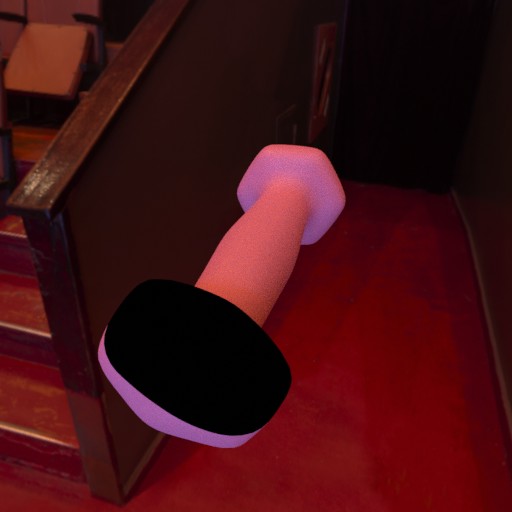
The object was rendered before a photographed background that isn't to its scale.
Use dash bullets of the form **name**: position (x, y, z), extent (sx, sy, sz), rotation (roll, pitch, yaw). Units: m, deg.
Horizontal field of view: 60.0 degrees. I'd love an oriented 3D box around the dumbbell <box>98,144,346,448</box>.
- **dumbbell**: position (0.000, 0.000, 0.147), extent (0.047, 0.043, 0.123), rotation (8, 31, 14)
